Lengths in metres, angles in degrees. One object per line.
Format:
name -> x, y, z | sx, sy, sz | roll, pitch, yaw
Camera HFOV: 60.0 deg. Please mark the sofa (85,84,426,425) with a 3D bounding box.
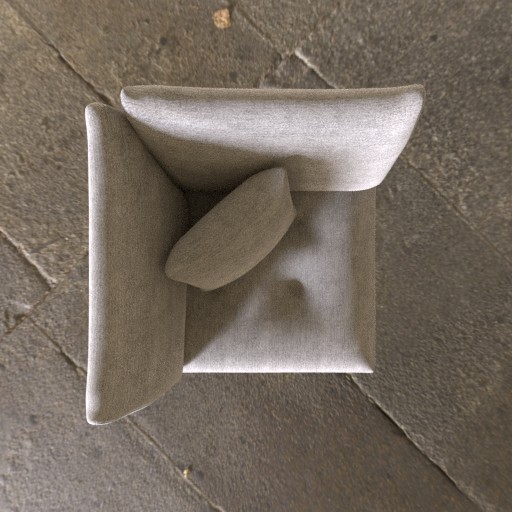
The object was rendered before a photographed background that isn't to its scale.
sofa -> 0.000, 0.000, 1.657 | 1.000, 0.820, 1.000 | 0, 90, 0
